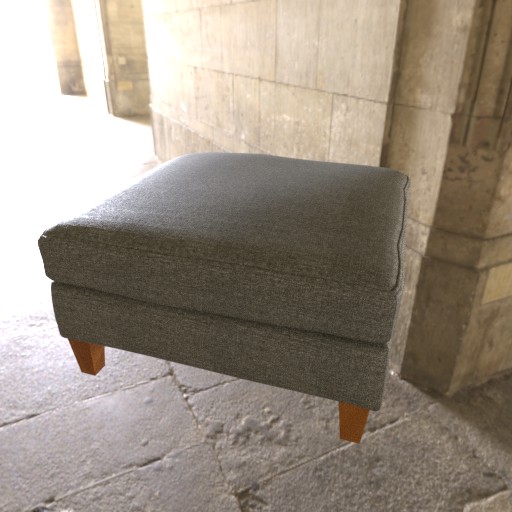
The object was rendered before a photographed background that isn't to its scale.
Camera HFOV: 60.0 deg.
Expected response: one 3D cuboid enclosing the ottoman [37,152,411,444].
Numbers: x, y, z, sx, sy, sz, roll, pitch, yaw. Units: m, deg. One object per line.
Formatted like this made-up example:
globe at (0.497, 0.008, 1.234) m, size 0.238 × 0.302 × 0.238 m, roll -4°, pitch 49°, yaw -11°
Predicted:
ottoman at (0.000, 0.000, 1.342) m, size 0.838 × 0.481 × 0.838 m, roll 8°, pitch 28°, yaw 16°
